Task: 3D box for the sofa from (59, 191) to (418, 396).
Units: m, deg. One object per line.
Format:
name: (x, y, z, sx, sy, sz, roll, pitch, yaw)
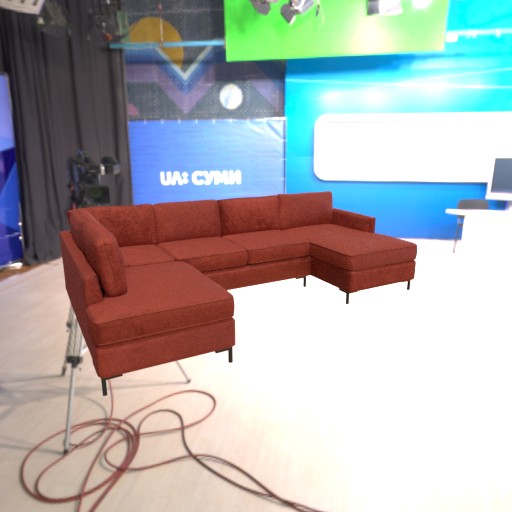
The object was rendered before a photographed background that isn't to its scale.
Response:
sofa: (0.000, 0.000, 4.412, 3.434, 0.992, 2.055, -8, 17, -28)
